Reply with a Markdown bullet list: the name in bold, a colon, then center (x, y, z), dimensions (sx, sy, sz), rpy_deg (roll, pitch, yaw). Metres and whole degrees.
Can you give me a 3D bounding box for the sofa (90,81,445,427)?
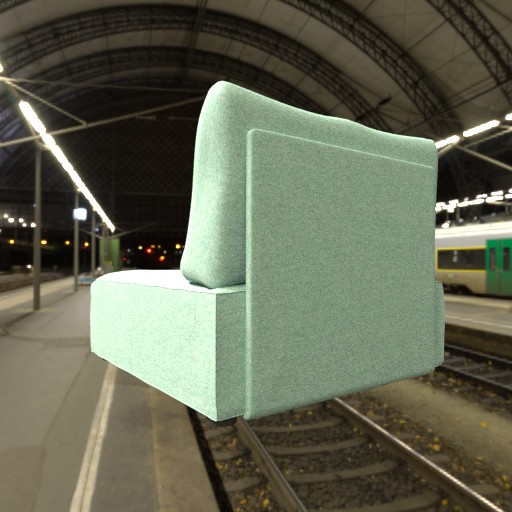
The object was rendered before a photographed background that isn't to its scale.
- **sofa**: center (0.000, 0.000, 1.660), dimensions (0.930, 0.820, 1.000), rpy_deg (0, -1, -36)
